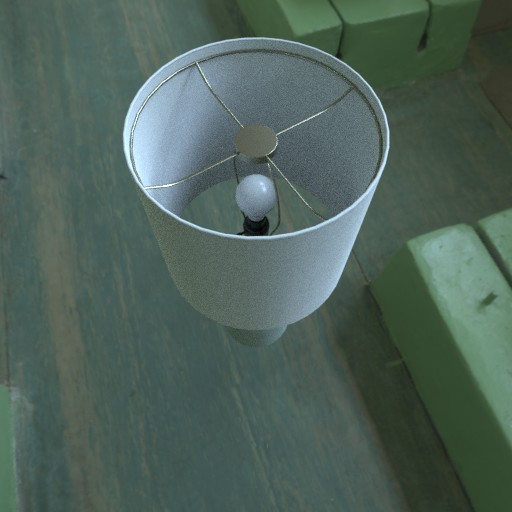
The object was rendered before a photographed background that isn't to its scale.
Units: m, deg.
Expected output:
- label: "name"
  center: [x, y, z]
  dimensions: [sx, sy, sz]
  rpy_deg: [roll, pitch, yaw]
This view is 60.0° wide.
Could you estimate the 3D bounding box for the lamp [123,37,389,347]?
- label: "lamp"
  center: [0.000, 0.000, 0.580]
  dimensions: [0.220, 0.475, 0.220]
  rpy_deg: [-17, 64, -9]
